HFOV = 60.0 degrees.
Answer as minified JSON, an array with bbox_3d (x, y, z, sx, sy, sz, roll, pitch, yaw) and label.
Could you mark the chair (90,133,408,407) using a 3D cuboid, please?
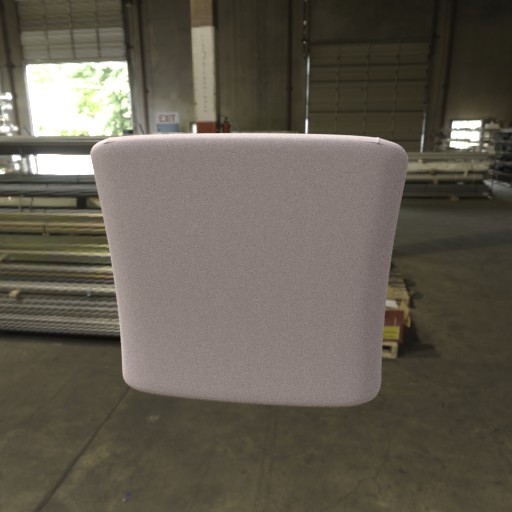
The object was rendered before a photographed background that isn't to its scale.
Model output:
[{"bbox_3d":[0.000,0.000,1.355,0.790,0.720,0.700,2,15,7],"label":"chair"}]
